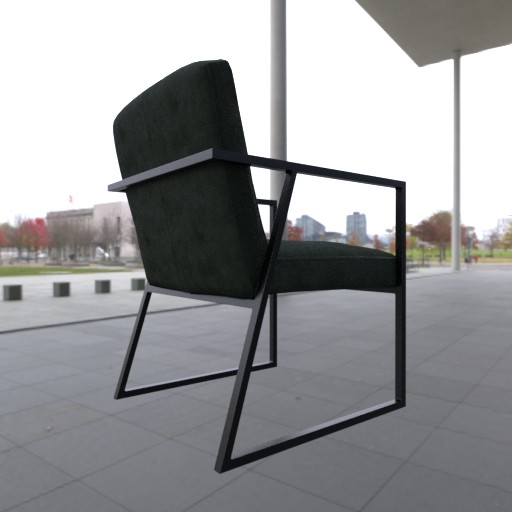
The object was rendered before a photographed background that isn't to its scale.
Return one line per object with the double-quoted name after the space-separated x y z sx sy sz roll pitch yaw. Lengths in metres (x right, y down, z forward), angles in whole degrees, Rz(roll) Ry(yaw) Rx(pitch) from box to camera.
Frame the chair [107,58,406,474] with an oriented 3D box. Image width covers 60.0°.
0.000 0.000 1.262 0.677 0.833 0.571 0 0 -38 "chair"
